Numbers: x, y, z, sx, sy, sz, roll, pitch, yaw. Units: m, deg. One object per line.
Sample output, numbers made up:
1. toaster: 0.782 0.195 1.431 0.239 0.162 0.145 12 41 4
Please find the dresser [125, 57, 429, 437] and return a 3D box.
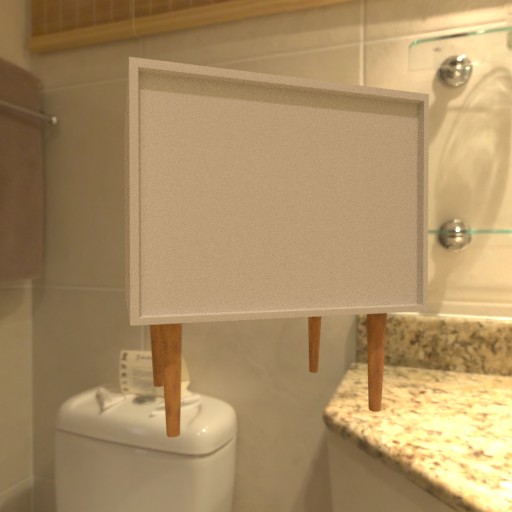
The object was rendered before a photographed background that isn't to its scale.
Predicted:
1. dresser: 0.000 0.000 0.899 0.503 0.568 0.414 0 1 -17
